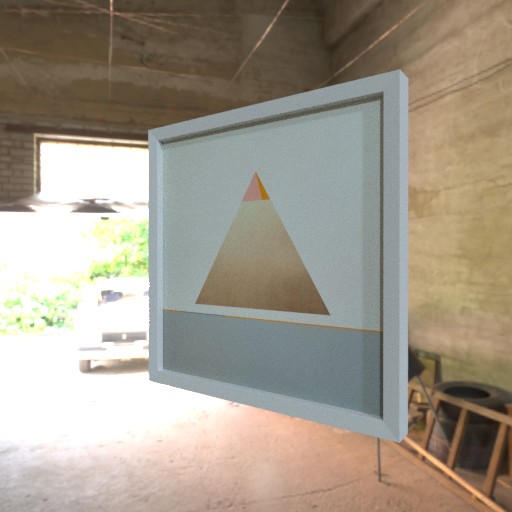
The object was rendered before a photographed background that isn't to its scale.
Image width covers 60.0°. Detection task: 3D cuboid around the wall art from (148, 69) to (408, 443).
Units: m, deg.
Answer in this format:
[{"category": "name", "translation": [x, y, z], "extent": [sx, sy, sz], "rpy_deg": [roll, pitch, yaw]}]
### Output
[{"category": "wall art", "translation": [0.000, 0.000, 1.945], "extent": [1.289, 1.291, 0.098], "rpy_deg": [0, 0, 35]}]
